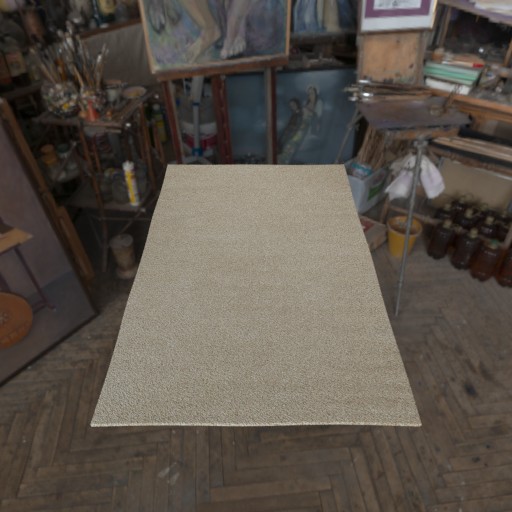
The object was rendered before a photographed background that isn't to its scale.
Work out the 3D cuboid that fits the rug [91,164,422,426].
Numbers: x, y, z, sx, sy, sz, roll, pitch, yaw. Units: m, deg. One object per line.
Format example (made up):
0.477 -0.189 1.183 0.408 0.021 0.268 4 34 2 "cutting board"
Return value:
0.000 0.000 2.895 1.500 0.025 2.346 0 41 0 "rug"
